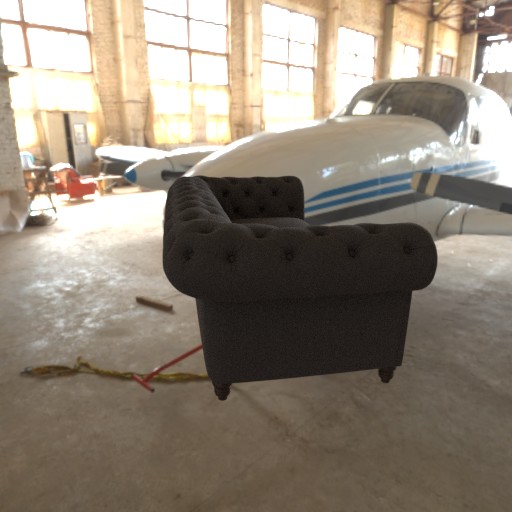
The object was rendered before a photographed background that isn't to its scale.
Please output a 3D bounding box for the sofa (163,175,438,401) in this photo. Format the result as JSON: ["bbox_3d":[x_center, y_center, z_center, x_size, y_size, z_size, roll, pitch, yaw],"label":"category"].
[{"bbox_3d":[0.000,0.000,2.498,0.986,0.764,1.998,-3,16,-10],"label":"sofa"}]
